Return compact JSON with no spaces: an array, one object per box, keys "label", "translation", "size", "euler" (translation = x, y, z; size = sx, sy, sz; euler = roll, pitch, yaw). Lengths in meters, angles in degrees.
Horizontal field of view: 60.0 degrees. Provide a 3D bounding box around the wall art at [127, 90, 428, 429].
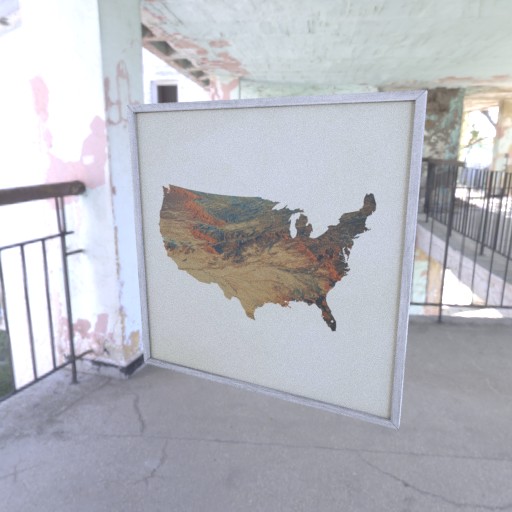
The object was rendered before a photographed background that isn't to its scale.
[{"label":"wall art","translation":[0.000,0.000,0.755],"size":[0.508,0.507,0.016],"euler":[7,15,25]}]
